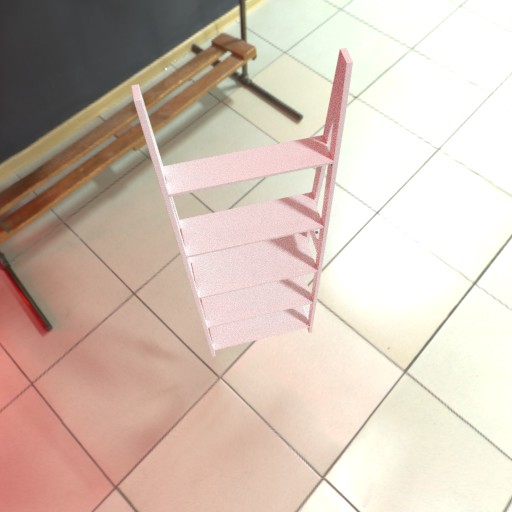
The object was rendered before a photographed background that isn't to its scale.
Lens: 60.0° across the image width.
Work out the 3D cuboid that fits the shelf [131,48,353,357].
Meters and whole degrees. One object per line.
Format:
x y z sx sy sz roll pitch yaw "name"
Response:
0.000 0.000 1.990 0.636 1.779 0.341 -13 64 -6 "shelf"
